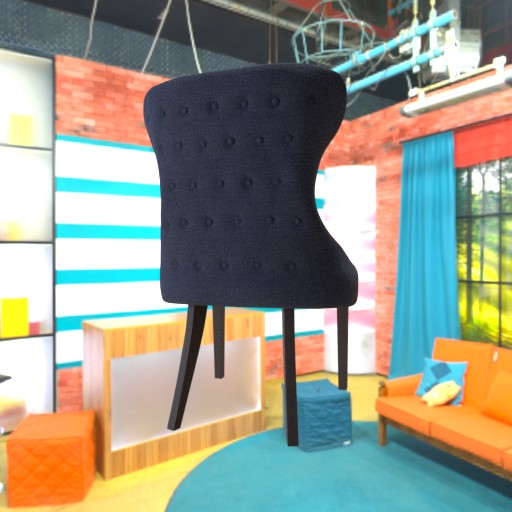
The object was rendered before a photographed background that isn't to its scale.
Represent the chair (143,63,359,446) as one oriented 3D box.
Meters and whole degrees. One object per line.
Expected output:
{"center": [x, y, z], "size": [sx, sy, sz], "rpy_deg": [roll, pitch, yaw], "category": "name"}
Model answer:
{"center": [0.000, 0.000, 1.402], "size": [0.628, 0.967, 0.635], "rpy_deg": [0, 0, 18], "category": "chair"}
